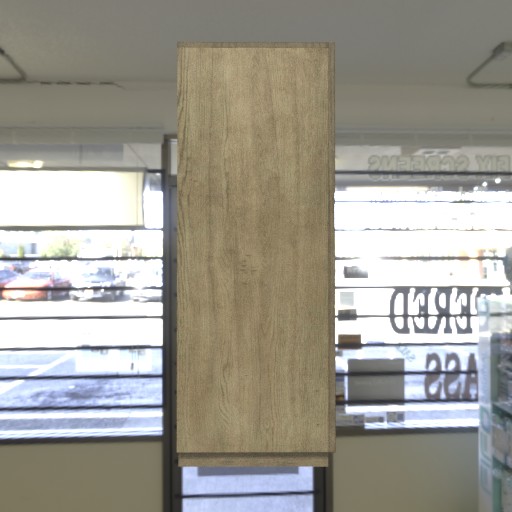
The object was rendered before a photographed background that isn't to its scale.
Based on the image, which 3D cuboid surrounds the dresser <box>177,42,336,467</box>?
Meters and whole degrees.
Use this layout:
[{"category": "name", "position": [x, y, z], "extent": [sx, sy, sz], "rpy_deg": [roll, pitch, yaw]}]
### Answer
[{"category": "dresser", "position": [0.000, 0.000, 1.828], "extent": [0.483, 1.295, 0.967], "rpy_deg": [0, -1, 0]}]
